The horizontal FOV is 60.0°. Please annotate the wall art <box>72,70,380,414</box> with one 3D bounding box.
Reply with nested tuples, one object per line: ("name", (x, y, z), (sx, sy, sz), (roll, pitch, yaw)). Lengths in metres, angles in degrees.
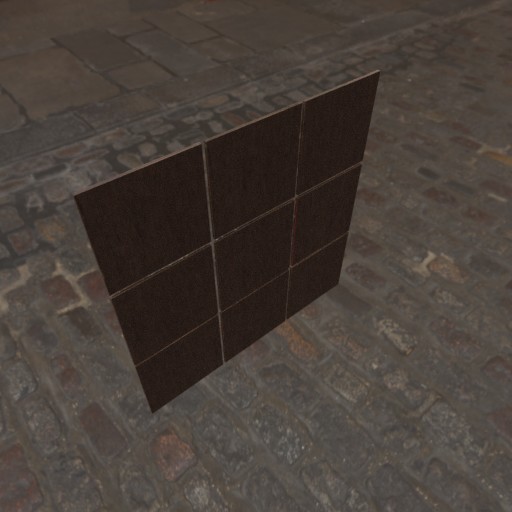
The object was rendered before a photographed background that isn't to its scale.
("wall art", (0.000, 0.000, 2.303), (1.527, 1.525, 0.014), (-30, 52, -27))
